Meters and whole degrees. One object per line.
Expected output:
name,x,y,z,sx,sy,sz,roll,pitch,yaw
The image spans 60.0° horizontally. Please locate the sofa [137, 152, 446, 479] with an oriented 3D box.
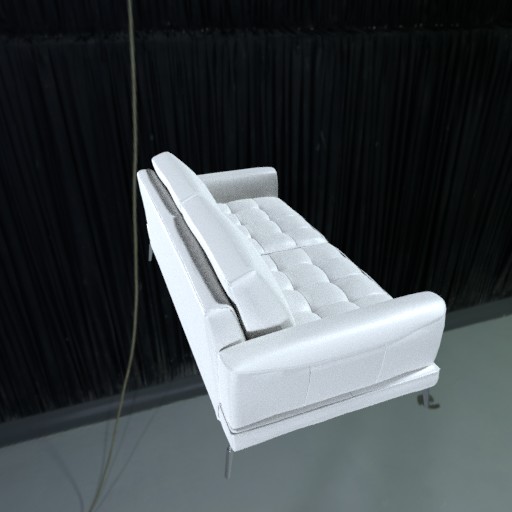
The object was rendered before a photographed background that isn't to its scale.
sofa,0.000,0.000,2.738,1.121,0.930,2.177,-11,32,-18
